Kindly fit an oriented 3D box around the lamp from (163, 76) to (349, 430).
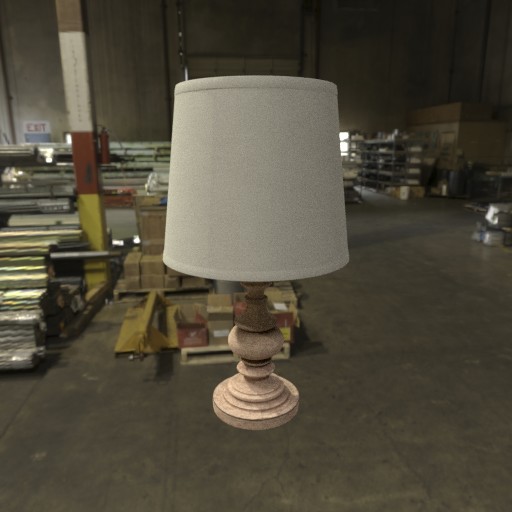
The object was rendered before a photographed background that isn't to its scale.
[{"bbox_3d":[0.000,0.000,0.663,0.273,0.497,0.273,0,14,0],"label":"lamp"}]
